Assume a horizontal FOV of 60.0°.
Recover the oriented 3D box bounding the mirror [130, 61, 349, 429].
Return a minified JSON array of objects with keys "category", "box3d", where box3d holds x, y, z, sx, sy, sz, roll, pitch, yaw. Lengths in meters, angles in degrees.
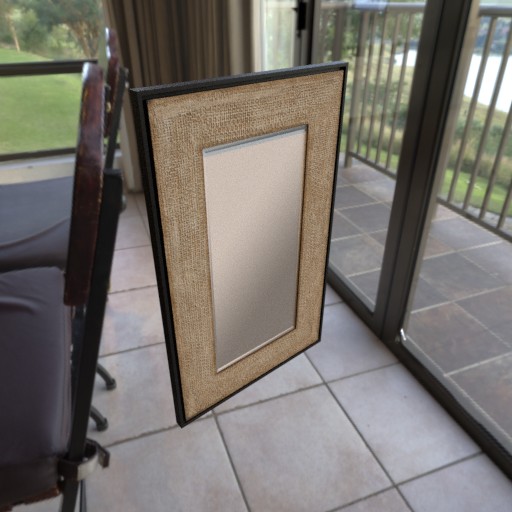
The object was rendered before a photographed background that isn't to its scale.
[{"category":"mirror","box3d":[0.000,0.000,1.583,0.762,1.219,0.038,-23,38,-33]}]
